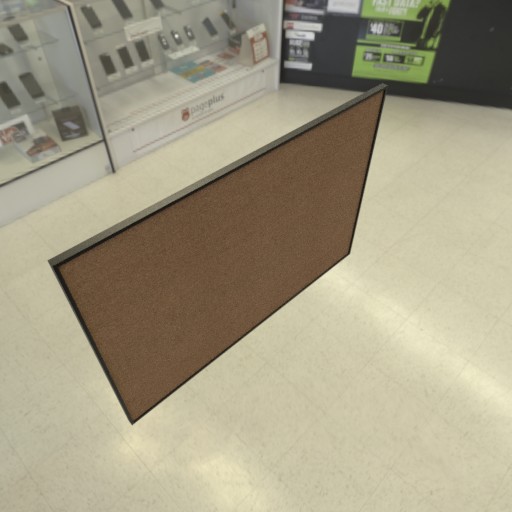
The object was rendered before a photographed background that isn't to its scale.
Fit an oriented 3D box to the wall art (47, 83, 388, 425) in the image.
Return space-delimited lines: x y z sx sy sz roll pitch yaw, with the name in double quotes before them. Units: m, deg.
"wall art" 0.000 0.000 1.216 0.957 0.660 0.019 -34 56 -28
